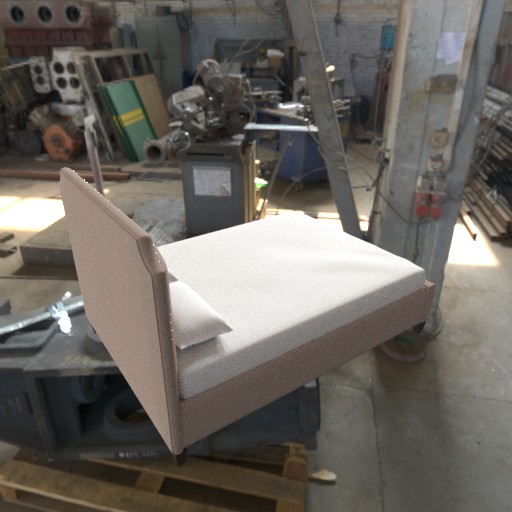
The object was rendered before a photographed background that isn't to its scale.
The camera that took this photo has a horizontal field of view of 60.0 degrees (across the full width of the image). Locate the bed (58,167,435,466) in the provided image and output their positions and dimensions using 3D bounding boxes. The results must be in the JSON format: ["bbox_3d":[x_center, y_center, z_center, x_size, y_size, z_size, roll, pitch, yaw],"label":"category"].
[{"bbox_3d":[0.000,0.000,3.446,2.372,1.443,1.713,-17,32,-31],"label":"bed"}]
